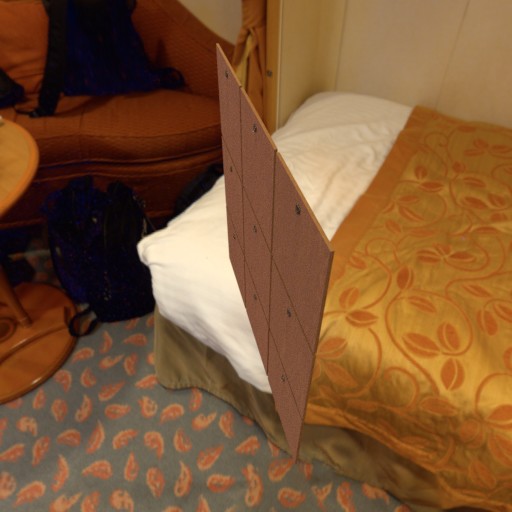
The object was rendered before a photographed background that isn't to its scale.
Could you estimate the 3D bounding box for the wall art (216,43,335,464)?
[{"bbox_3d":[0.000,0.000,2.231,0.023,1.522,1.526,-11,46,-11],"label":"wall art"}]
